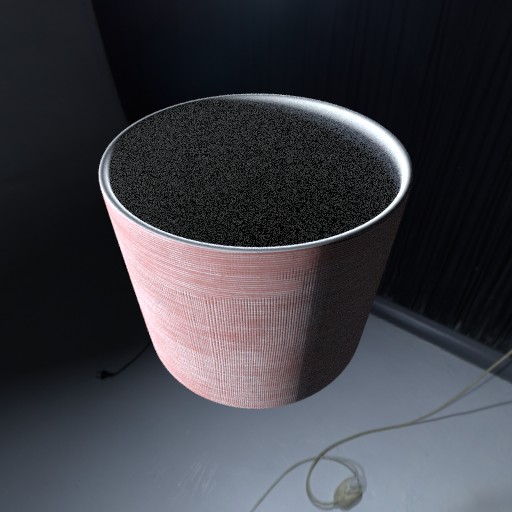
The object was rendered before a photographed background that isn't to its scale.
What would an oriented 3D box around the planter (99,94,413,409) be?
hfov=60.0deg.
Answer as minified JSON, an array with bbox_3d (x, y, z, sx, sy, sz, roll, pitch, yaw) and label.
[{"bbox_3d":[0.000,0.000,0.771,0.440,0.398,0.440,0,41,0],"label":"planter"}]
